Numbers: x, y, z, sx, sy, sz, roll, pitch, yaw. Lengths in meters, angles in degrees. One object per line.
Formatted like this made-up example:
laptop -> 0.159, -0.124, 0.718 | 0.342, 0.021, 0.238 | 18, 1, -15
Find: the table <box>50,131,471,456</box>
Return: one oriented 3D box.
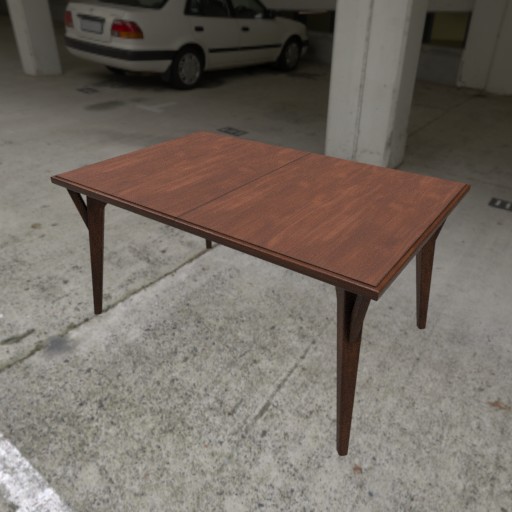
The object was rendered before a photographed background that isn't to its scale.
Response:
table -> 0.000, 0.000, 2.098 | 1.524, 0.761, 0.990 | 20, 35, 31
